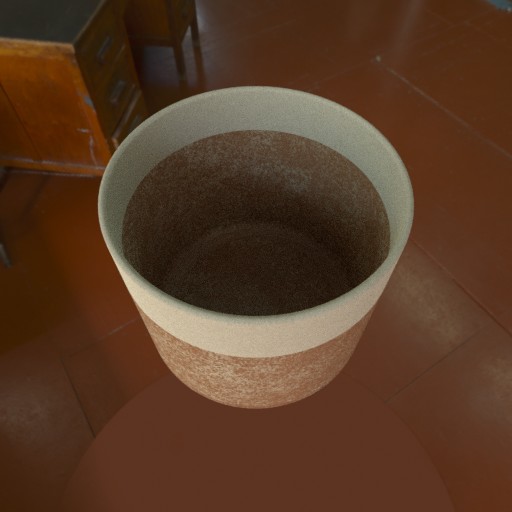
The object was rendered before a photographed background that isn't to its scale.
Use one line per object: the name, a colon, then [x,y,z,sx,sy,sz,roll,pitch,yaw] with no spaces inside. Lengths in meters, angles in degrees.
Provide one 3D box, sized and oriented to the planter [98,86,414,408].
planter: [0.000,0.000,0.282,0.159,0.138,0.159,0,56,0]
